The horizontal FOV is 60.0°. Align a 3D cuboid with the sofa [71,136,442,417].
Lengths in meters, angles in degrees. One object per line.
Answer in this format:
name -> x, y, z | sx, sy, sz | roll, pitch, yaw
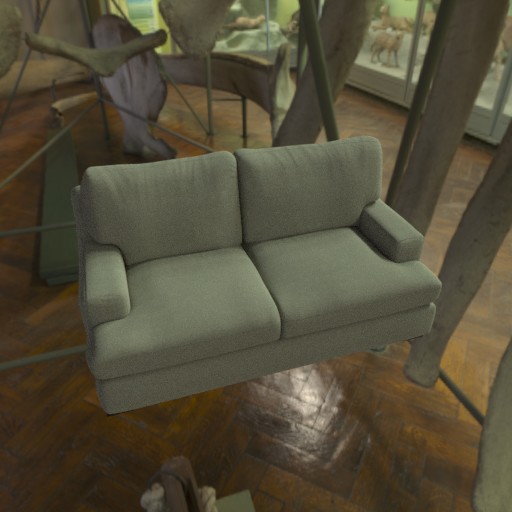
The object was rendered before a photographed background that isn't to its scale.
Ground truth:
sofa -> 0.000, 0.000, 2.443 | 1.855, 0.980, 0.962 | -10, 35, -15
